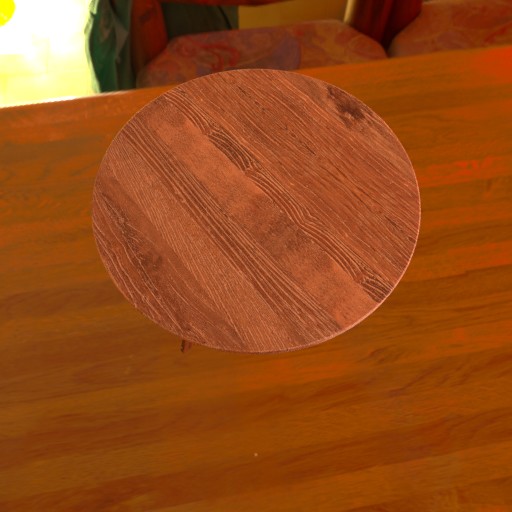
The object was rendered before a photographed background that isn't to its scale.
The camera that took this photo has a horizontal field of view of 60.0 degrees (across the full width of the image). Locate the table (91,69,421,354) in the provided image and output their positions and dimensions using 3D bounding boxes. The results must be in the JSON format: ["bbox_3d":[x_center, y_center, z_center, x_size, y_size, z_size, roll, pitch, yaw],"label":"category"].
[{"bbox_3d":[0.000,0.000,0.906,0.500,0.500,0.500,0,66,0],"label":"table"}]
